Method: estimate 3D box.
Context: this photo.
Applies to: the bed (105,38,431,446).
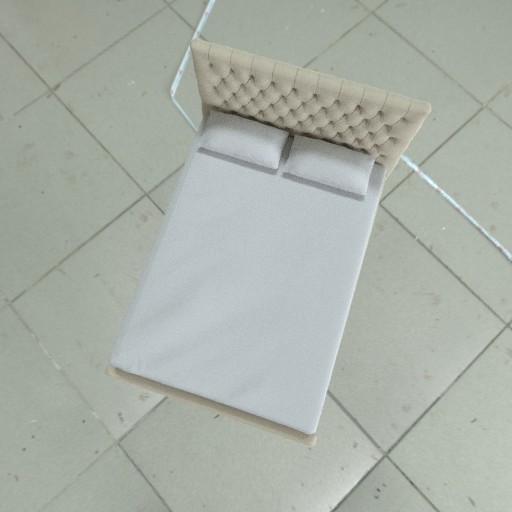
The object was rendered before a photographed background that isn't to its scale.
[{"bbox_3d":[0.000,0.000,3.365,1.698,1.427,2.387,18,76,5],"label":"bed"}]
